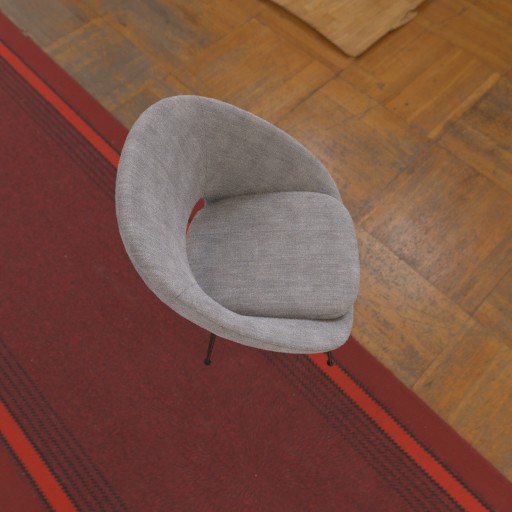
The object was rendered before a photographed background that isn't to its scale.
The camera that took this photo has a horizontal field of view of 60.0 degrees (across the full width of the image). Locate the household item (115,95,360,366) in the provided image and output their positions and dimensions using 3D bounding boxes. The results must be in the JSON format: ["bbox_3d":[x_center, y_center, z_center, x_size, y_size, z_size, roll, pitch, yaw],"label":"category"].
[{"bbox_3d":[0.000,0.000,1.294,0.587,0.869,0.643,0,64,0],"label":"household item"}]
